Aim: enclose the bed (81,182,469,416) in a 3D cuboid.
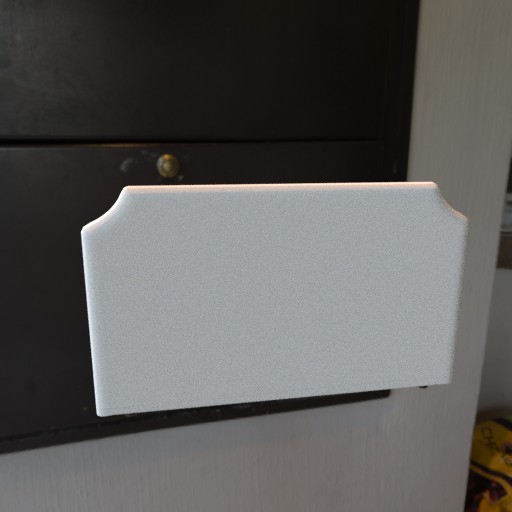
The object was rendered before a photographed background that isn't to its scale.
[{"bbox_3d":[0.000,0.000,3.523,2.160,1.301,2.204,-2,14,-9],"label":"bed"}]
